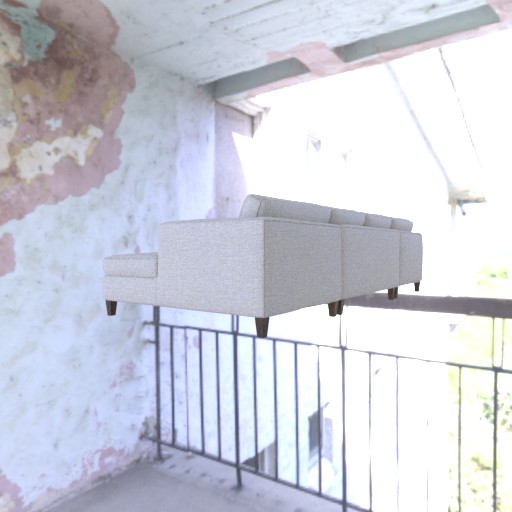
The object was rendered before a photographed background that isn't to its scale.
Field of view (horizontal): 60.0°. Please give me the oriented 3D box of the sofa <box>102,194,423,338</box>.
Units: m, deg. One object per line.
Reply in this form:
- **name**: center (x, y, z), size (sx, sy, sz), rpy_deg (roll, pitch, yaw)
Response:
- **sofa**: center (0.000, 0.000, 4.663), size (2.551, 0.889, 3.403), rpy_deg (1, 1, 36)
